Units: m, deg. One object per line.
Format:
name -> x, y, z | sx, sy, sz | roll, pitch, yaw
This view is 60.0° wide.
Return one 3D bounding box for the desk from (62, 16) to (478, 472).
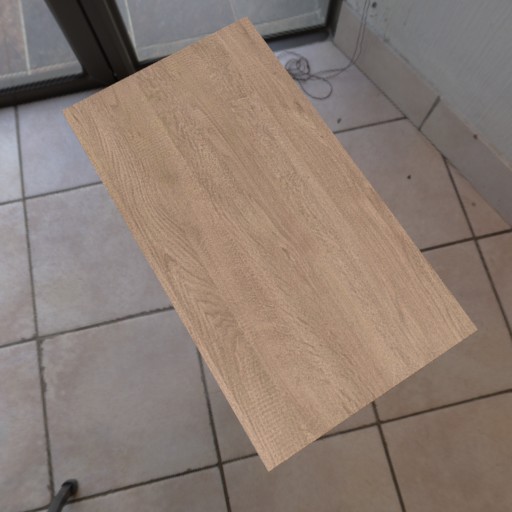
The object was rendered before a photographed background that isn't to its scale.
desk -> 0.000, 0.000, 1.303 | 0.498, 0.724, 0.893 | -31, 77, -8
